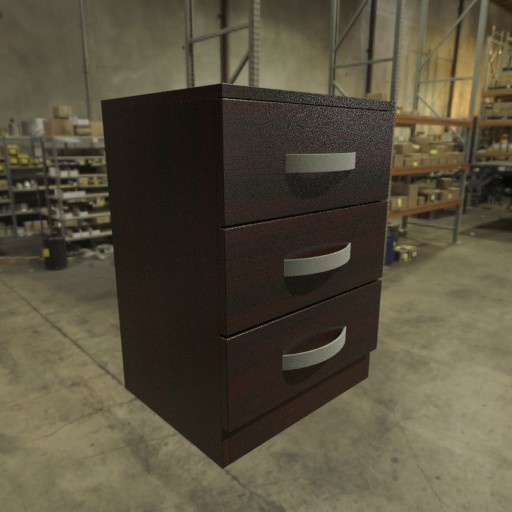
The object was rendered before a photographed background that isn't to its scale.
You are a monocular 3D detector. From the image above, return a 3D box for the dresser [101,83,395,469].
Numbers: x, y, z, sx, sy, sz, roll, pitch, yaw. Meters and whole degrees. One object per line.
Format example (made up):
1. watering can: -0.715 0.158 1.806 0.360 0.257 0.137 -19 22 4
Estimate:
1. dresser: 0.000 0.000 0.844 0.400 0.560 0.360 -13 20 -41
